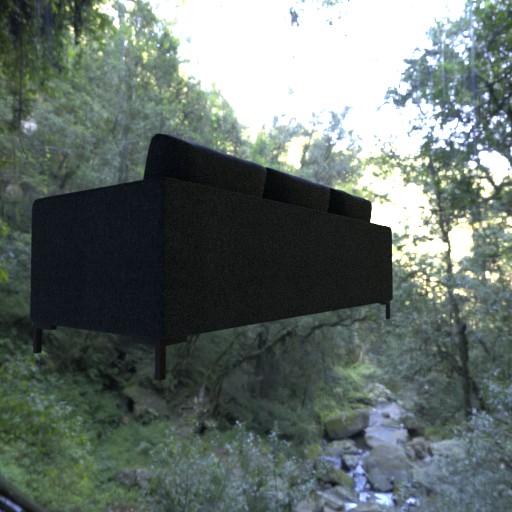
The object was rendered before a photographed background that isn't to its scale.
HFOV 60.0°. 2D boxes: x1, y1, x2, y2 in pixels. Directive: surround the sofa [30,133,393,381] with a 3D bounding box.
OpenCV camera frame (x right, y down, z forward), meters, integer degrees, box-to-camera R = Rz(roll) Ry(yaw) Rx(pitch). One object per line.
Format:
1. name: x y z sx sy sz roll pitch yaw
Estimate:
1. sofa: 0.000 0.000 2.572 0.859 0.874 2.218 -1 -2 36
